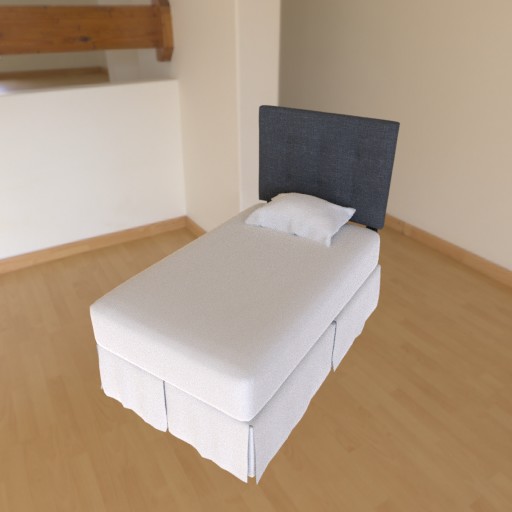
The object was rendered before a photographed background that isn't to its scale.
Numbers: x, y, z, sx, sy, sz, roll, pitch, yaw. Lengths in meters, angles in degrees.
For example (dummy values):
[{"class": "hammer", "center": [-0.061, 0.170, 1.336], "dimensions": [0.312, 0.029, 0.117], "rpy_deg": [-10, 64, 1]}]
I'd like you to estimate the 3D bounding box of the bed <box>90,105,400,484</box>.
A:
[{"class": "bed", "center": [0.000, 0.000, 3.020], "dimensions": [1.261, 1.571, 1.997], "rpy_deg": [18, 34, 28]}]
